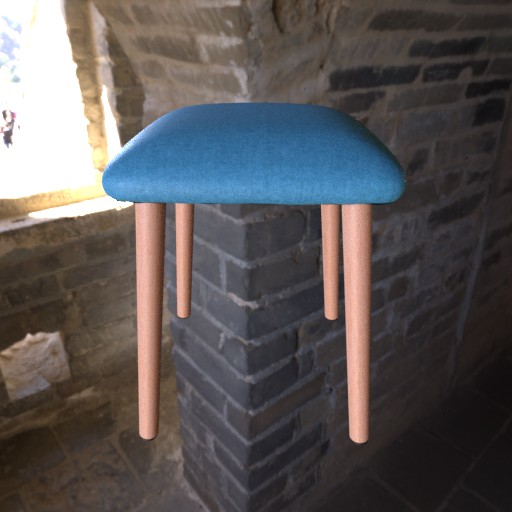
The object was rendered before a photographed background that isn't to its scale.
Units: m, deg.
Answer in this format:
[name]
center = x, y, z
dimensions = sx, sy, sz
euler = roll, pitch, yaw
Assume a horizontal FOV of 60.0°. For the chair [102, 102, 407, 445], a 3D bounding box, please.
[chair]
center = 0.000, 0.000, 0.709
dimensions = 0.360, 0.450, 0.360
euler = 1, 27, 1
